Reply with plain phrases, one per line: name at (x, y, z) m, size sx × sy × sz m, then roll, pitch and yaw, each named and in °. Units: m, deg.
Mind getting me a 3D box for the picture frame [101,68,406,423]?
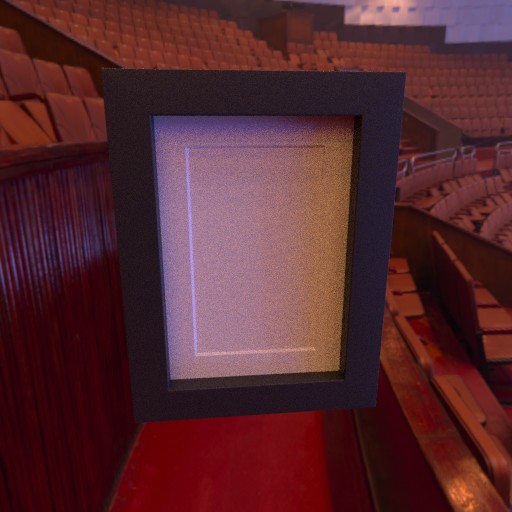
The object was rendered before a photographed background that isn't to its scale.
picture frame at (0.000, 0.000, 0.270) m, size 0.157 × 0.208 × 0.028 m, roll -2°, pitch 17°, yaw -6°
